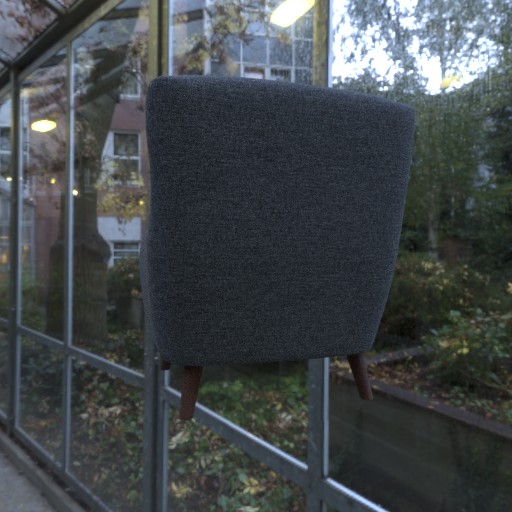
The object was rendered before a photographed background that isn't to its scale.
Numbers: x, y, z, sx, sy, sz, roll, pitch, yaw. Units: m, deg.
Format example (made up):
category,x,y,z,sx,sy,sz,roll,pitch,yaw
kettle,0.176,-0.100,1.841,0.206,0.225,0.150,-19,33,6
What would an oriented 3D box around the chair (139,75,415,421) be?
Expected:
category,x,y,z,sx,sy,sz,roll,pitch,yaw
chair,0.000,0.000,1.748,0.889,1.039,0.940,0,0,-17
